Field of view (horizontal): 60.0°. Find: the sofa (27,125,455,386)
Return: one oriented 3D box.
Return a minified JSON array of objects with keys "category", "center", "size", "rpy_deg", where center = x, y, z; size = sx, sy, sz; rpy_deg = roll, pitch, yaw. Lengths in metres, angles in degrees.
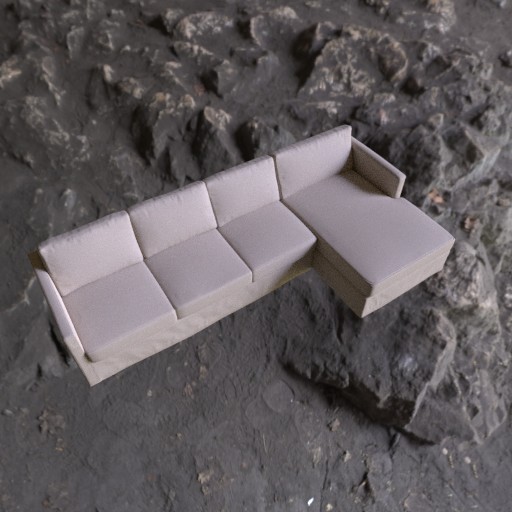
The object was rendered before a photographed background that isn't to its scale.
[{"category":"sofa","center":[0.000,0.000,3.739],"size":[3.206,0.871,1.622],"rpy_deg":[-26,54,-21]}]
